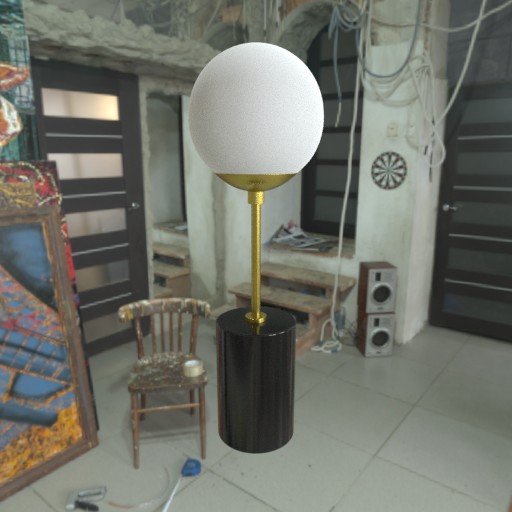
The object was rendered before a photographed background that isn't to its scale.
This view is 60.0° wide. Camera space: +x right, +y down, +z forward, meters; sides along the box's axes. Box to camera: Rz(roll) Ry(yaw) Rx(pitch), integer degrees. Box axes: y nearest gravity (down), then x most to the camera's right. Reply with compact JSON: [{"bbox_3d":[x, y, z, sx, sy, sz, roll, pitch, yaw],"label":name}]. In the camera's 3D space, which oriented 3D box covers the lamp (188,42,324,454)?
[{"bbox_3d":[0.000,0.000,0.544,0.153,0.480,0.153,0,13,0],"label":"lamp"}]
